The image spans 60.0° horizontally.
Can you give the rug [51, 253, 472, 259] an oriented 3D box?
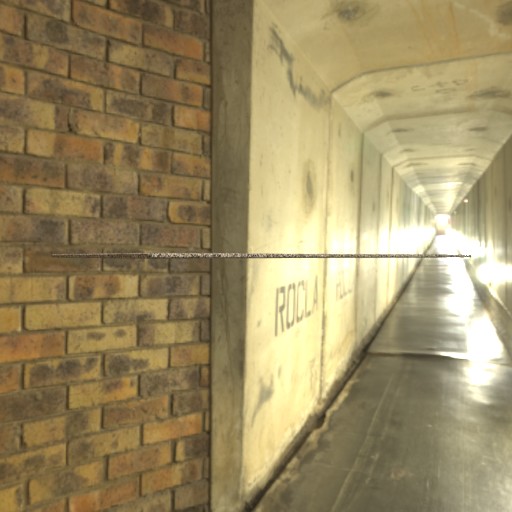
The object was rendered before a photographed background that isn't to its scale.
[{"bbox_3d":[0.000,0.000,4.085,3.047,0.029,2.438,0,0,-35],"label":"rug"}]
